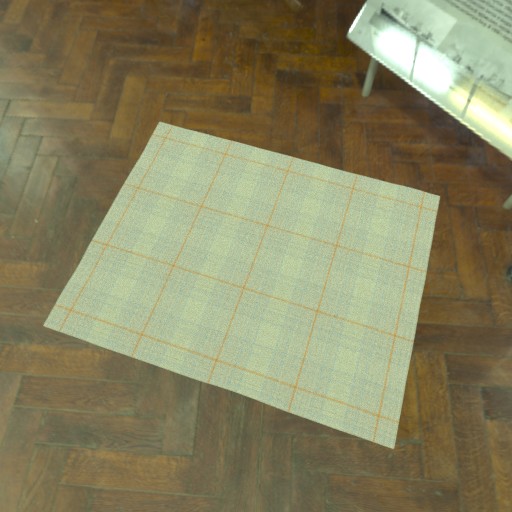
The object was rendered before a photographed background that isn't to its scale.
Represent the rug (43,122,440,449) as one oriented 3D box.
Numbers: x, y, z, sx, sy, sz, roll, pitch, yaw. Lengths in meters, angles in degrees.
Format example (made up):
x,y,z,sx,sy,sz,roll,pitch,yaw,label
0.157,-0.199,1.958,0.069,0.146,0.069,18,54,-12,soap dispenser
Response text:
x,y,z,sx,sy,sz,roll,pitch,yaw,label
0.000,0.000,4.112,3.051,0.021,2.448,17,65,8,rug
